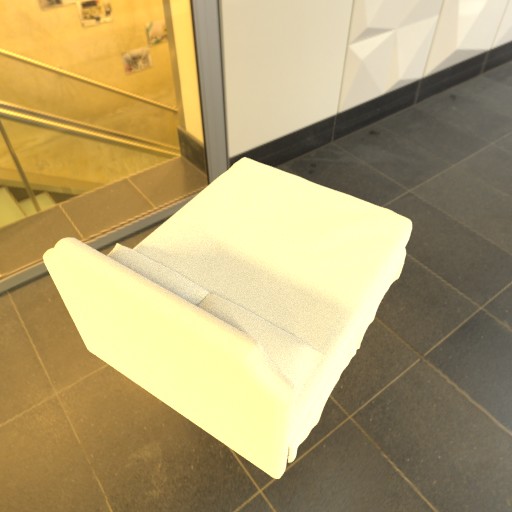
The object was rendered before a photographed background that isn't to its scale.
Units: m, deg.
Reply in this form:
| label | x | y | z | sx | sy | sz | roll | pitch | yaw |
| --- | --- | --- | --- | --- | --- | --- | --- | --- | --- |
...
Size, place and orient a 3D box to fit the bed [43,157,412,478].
| label | x | y | z | sx | sy | sz | roll | pitch | yaw |
| --- | --- | --- | --- | --- | --- | --- | --- | --- | --- |
| bed | 0.000 | 0.000 | 3.899 | 2.134 | 1.524 | 2.548 | 25 | 51 | 22 |
